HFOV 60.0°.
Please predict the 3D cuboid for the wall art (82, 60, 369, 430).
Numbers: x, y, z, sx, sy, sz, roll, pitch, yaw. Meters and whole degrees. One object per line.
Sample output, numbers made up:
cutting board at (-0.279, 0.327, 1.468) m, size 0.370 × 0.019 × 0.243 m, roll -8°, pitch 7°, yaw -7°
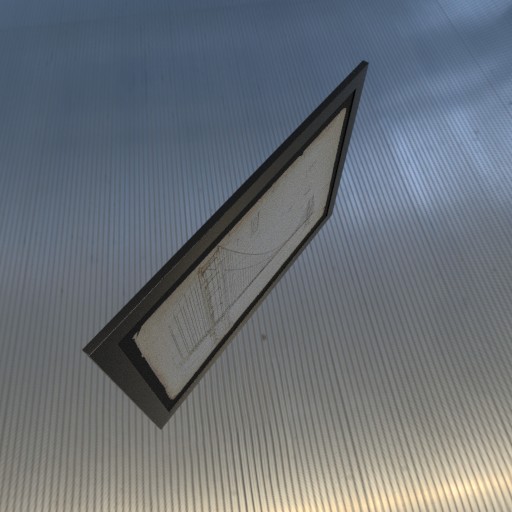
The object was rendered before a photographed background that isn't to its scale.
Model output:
wall art at (0.000, 0.000, 0.835) m, size 0.013 × 0.447 × 0.660 m, roll 32°, pitch 64°, yaw 18°
